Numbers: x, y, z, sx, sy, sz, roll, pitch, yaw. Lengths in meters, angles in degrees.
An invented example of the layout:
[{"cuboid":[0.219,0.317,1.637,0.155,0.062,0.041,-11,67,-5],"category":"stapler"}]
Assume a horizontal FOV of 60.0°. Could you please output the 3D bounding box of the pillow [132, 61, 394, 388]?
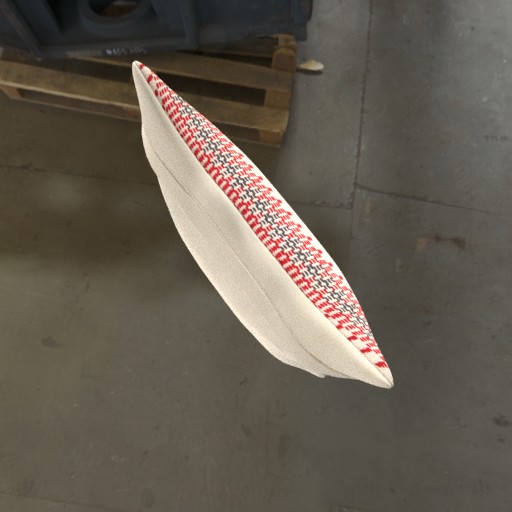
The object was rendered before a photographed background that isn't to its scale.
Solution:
[{"cuboid":[0.000,0.000,0.699,0.160,0.454,0.463,-36,79,-8],"category":"pillow"}]
